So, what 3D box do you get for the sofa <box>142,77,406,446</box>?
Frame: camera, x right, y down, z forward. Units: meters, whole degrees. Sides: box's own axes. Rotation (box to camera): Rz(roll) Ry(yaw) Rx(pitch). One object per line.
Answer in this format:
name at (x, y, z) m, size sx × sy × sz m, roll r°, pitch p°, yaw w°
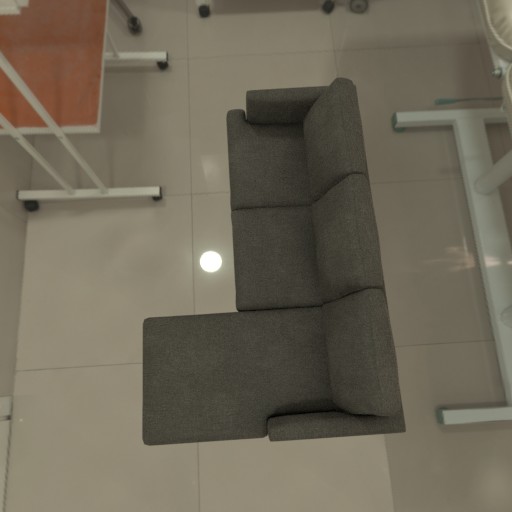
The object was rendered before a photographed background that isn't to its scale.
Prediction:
sofa at (0.000, 0.000, 2.904) m, size 1.504 × 0.956 × 2.233 m, roll -4°, pitch 74°, yaw -1°
